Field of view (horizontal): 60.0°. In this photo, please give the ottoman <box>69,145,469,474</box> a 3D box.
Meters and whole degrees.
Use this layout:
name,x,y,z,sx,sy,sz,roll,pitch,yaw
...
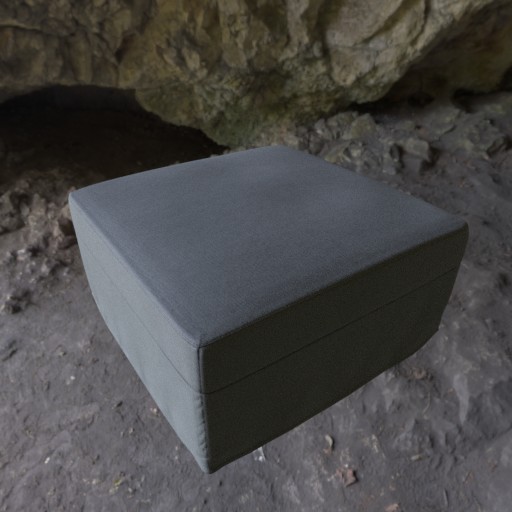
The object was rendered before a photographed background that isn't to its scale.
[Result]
name,x,y,z,sx,sy,sz,roll,pitch,yaw
ottoman,0.000,0.000,1.323,0.842,0.441,0.843,-20,37,-29
